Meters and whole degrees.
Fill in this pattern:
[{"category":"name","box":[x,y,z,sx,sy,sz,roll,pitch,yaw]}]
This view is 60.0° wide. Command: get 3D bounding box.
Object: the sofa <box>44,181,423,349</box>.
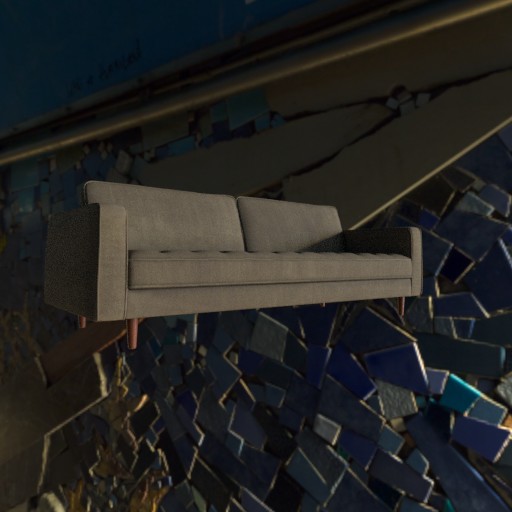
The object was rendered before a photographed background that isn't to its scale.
[{"category":"sofa","box":[0.000,0.000,2.775,2.295,0.813,0.923,0,-1,-37]}]
